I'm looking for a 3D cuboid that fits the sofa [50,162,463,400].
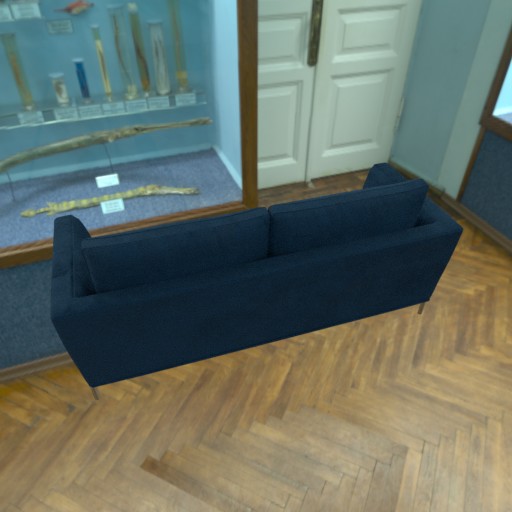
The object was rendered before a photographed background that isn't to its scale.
[{"bbox_3d":[0.000,0.000,2.697,2.212,0.998,0.853,-12,41,-14],"label":"sofa"}]
